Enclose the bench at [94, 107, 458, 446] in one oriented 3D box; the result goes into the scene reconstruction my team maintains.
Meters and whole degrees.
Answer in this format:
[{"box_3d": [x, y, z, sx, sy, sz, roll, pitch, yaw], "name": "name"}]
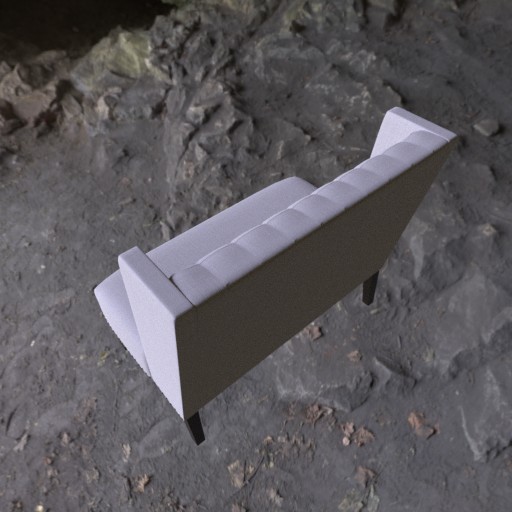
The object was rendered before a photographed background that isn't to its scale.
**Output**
[{"box_3d": [0.000, 0.000, 1.978, 1.280, 1.123, 0.847, -32, 55, -26], "name": "bench"}]
